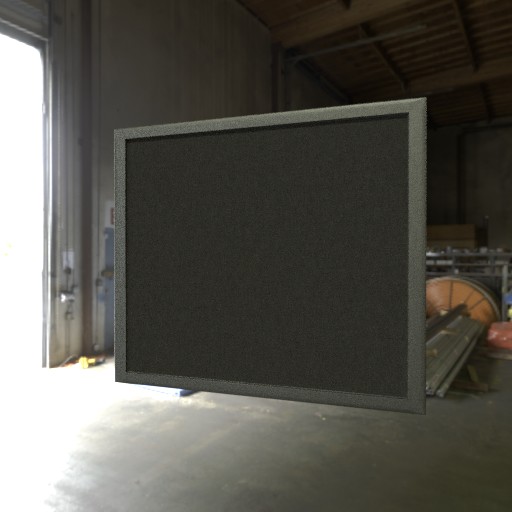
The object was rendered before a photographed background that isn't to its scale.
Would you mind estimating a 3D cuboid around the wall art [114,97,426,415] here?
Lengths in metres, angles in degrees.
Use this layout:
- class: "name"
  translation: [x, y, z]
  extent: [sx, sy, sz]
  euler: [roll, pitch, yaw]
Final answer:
- class: "wall art"
  translation: [0.000, 0.000, 0.532]
  extent: [0.380, 0.330, 0.028]
  euler: [0, 0, 18]
